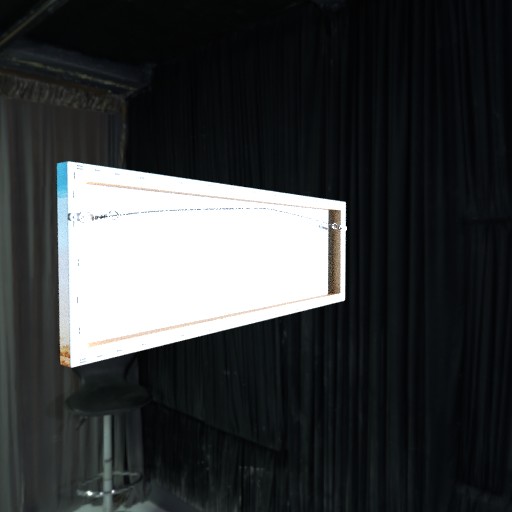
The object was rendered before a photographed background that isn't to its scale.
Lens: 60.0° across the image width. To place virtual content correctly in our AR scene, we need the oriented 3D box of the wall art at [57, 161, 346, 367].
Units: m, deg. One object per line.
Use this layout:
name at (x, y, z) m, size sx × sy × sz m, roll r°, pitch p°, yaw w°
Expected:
wall art at (0.000, 0.000, 0.844) m, size 0.044 × 0.254 × 0.759 m, roll 2°, pitch 3°, yaw 37°
